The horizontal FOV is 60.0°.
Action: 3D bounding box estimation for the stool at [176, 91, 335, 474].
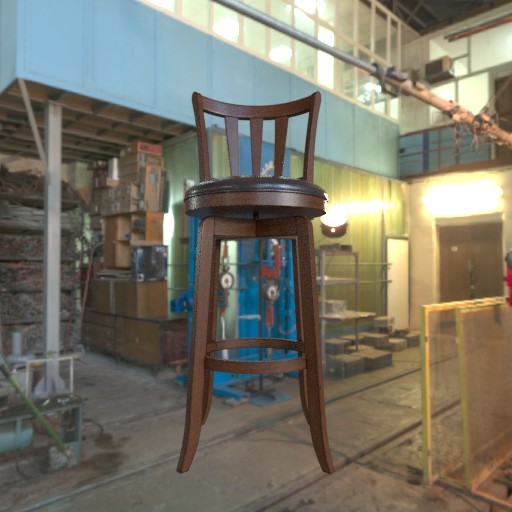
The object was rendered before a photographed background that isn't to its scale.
[{"bbox_3d":[0.000,0.000,1.414,0.464,1.177,0.503,0,-1,0],"label":"stool"}]
